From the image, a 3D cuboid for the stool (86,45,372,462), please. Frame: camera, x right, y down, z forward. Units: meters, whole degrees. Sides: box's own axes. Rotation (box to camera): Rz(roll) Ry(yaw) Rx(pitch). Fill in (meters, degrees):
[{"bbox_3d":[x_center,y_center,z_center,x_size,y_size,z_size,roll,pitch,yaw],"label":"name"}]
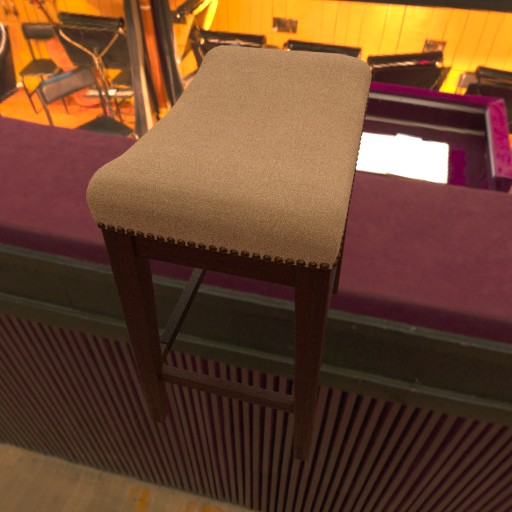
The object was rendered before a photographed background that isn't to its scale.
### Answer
[{"bbox_3d":[0.000,0.000,0.916,0.363,0.669,0.509,11,46,10],"label":"stool"}]
